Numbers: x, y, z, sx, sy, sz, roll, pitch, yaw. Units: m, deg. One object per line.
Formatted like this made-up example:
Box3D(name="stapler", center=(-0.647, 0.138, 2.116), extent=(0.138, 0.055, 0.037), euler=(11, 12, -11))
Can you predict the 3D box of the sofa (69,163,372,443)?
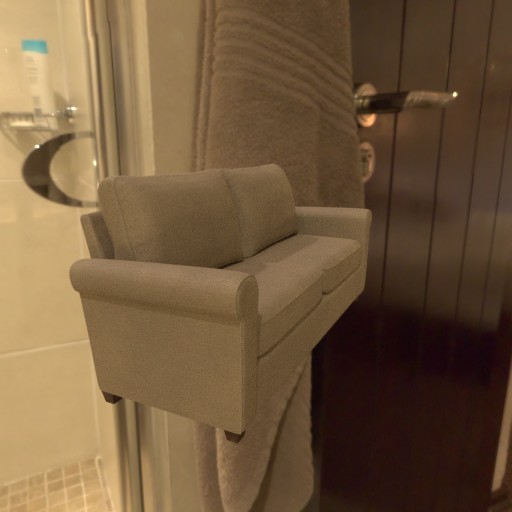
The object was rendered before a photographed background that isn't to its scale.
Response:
Box3D(name="sofa", center=(0.000, 0.000, 2.443), extent=(0.842, 0.942, 1.935), euler=(7, 15, 26))
